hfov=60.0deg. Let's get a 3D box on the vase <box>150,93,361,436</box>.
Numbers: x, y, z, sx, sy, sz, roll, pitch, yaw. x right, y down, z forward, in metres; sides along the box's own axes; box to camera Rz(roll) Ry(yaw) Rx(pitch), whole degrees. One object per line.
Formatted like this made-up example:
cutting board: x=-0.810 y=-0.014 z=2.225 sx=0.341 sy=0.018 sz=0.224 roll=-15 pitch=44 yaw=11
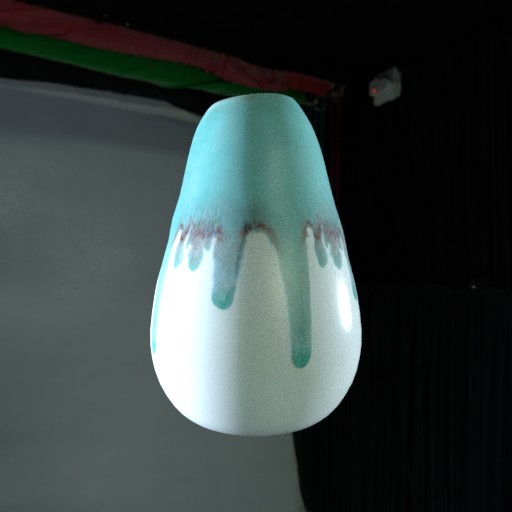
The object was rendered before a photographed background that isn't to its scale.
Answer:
vase: x=0.000 y=0.000 z=0.251 sx=0.116 sy=0.179 sz=0.116 roll=0 pitch=-1 yaw=0
